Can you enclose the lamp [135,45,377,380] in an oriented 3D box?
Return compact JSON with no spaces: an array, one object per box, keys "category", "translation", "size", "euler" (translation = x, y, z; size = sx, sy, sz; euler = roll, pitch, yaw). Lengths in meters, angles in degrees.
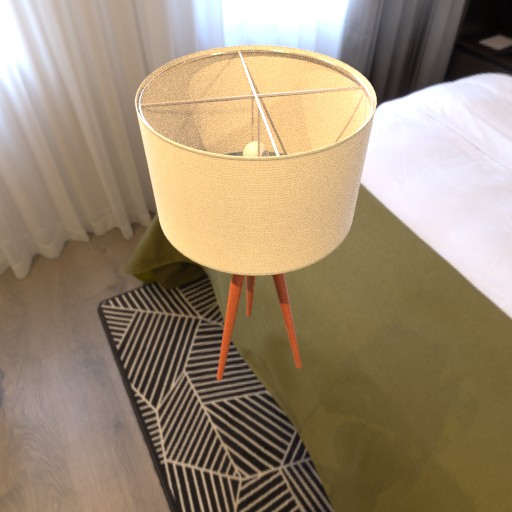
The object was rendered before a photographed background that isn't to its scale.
[{"category":"lamp","translation":[0.000,0.000,0.916],"size":[0.354,0.709,0.355],"euler":[23,50,21]}]
